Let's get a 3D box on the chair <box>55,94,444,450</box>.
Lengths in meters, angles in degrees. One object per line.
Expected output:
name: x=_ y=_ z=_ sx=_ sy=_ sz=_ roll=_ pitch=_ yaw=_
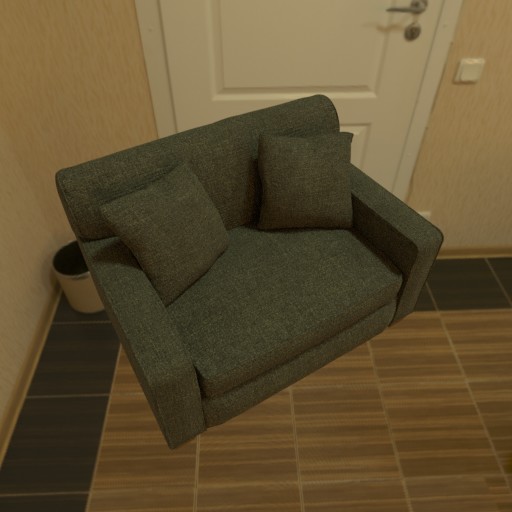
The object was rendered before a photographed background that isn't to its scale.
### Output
chair: x=0.000 y=0.000 z=2.062 sx=1.383 sy=0.948 sz=1.000 roll=-23 pitch=50 yaw=-21
